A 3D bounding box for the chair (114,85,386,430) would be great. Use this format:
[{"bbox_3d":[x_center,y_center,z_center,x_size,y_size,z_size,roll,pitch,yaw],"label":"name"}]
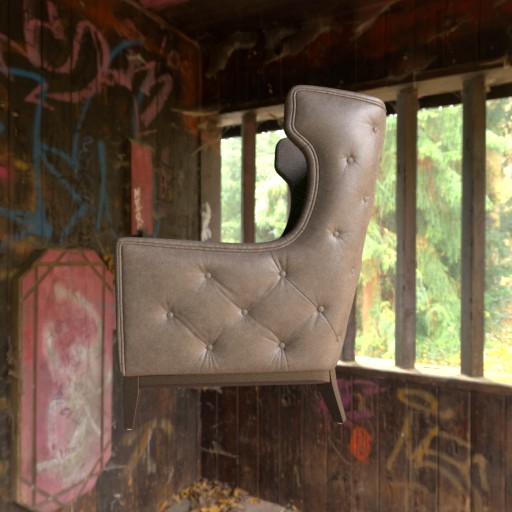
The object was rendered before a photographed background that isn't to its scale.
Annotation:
[{"bbox_3d":[0.000,0.000,1.724,0.899,1.079,0.769,0,0,0],"label":"chair"}]
